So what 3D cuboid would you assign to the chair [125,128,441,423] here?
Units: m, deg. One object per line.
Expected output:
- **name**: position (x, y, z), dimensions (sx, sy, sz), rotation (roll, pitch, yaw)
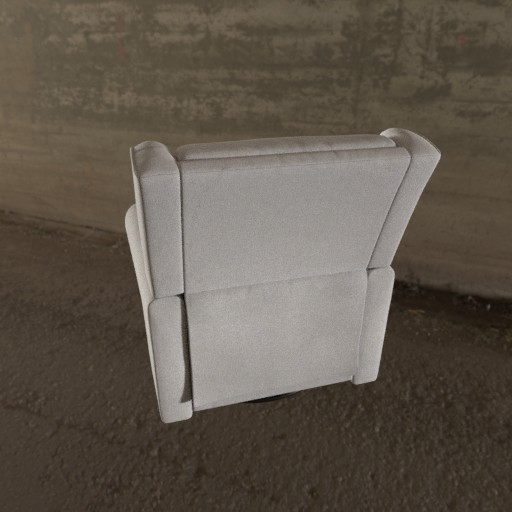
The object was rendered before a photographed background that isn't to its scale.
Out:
- **chair**: position (0.000, 0.000, 1.620), dimensions (0.906, 0.967, 0.854), rotation (-7, 27, -14)
